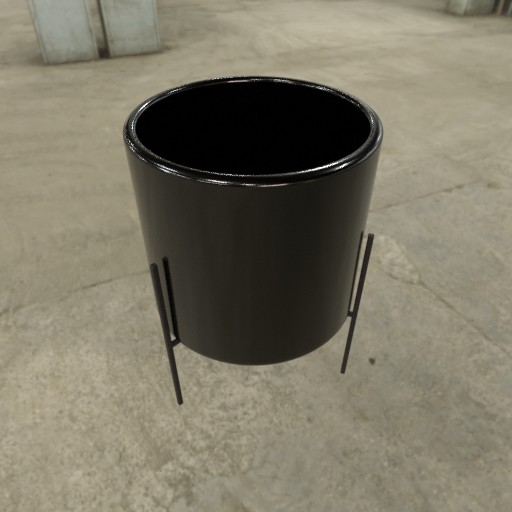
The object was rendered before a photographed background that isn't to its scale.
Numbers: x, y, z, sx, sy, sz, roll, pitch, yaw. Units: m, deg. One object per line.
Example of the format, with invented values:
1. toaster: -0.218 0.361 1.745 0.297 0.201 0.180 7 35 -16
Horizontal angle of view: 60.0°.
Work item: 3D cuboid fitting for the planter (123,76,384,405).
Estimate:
1. planter: 0.000 0.000 0.659 0.310 0.432 0.310 2 40 2
